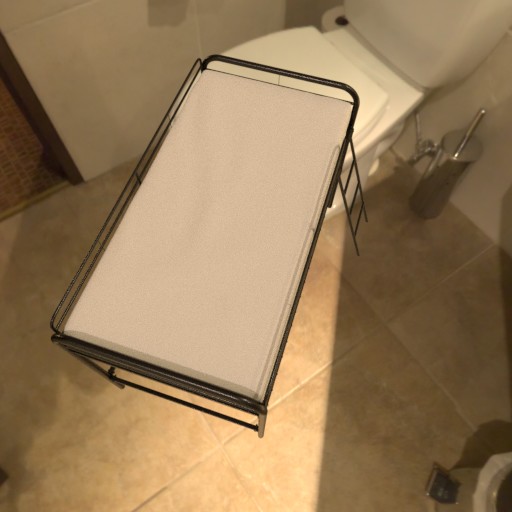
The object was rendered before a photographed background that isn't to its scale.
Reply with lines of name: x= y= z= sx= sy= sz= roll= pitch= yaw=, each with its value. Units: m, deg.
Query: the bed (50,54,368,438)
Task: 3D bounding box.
bed: x=0.000 y=0.000 z=2.869 sx=1.393 sy=1.289 sz=1.968 roll=16 pitch=64 yaw=8
